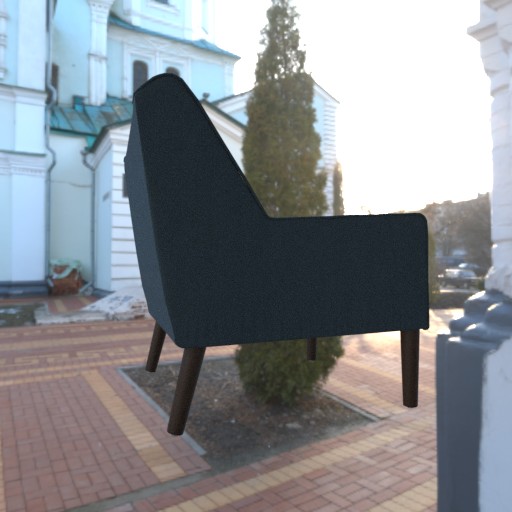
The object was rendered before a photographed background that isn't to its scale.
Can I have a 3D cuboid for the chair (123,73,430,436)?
[{"bbox_3d":[0.000,0.000,1.306,0.733,0.780,0.663,0,-1,-18],"label":"chair"}]
